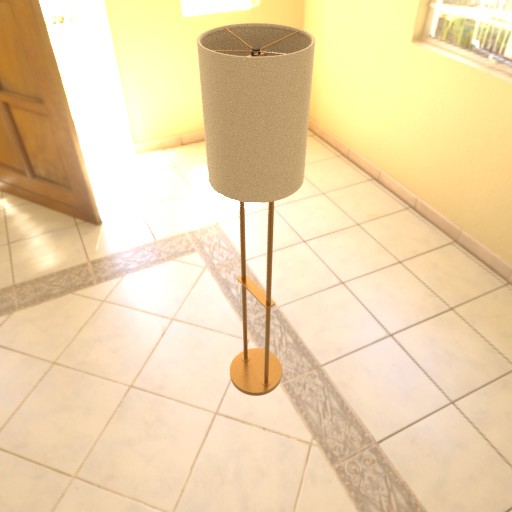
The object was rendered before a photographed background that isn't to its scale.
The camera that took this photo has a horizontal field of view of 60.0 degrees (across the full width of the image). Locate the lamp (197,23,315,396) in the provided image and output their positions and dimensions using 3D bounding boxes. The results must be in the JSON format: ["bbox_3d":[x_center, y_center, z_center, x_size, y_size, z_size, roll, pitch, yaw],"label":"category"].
[{"bbox_3d":[0.000,0.000,1.642,0.305,1.500,0.306,-26,48,-26],"label":"lamp"}]
